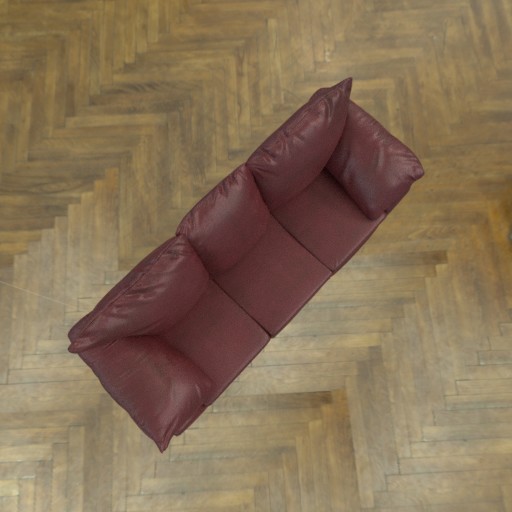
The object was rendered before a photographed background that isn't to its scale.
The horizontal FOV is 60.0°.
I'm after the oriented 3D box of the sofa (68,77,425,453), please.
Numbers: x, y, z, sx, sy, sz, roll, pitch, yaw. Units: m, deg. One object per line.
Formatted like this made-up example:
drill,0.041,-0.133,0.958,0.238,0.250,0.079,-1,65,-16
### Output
sofa,0.000,0.000,2.876,0.907,1.091,2.390,43,79,10
